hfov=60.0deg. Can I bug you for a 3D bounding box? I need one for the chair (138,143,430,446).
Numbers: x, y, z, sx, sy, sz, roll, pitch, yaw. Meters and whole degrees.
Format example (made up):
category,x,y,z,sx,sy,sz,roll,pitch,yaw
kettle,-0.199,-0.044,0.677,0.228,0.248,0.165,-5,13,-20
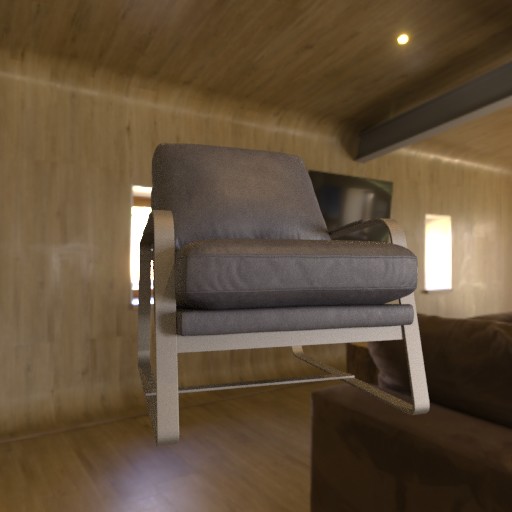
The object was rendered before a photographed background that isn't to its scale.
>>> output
category,x,y,z,sx,sy,sz,roll,pitch,yaw
chair,0.000,0.000,1.425,0.692,0.839,0.878,0,-1,-18
